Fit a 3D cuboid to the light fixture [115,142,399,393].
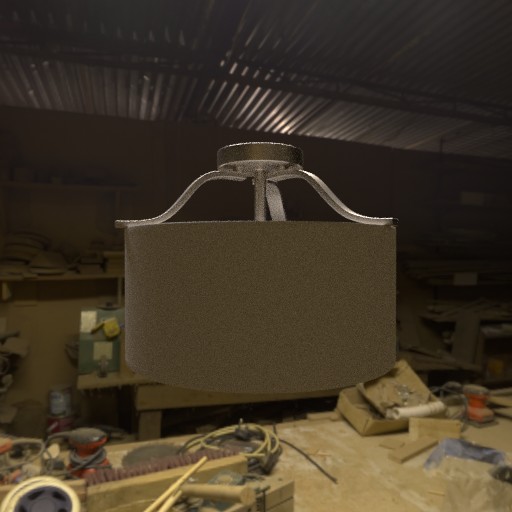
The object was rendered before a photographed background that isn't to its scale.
[{"bbox_3d":[0.000,0.000,0.651,0.395,0.304,0.395,0,0,0],"label":"light fixture"}]
